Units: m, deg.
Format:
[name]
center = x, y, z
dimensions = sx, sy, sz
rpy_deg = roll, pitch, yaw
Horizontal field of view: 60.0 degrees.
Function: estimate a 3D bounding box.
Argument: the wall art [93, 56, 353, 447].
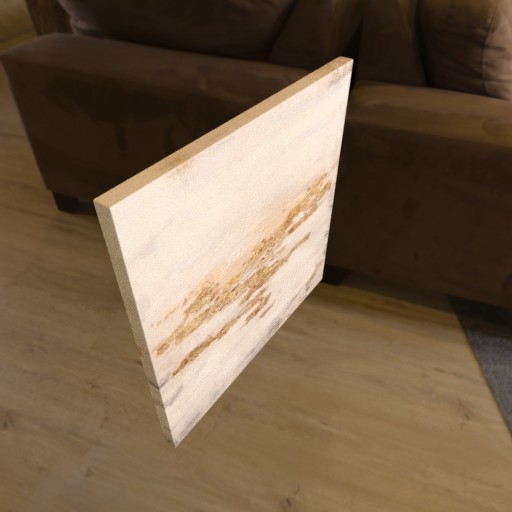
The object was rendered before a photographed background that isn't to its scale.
[wall art]
center = 0.000, 0.000, 1.111
dimensions = 0.038, 0.755, 0.753
rpy_deg = 26, 48, 26
